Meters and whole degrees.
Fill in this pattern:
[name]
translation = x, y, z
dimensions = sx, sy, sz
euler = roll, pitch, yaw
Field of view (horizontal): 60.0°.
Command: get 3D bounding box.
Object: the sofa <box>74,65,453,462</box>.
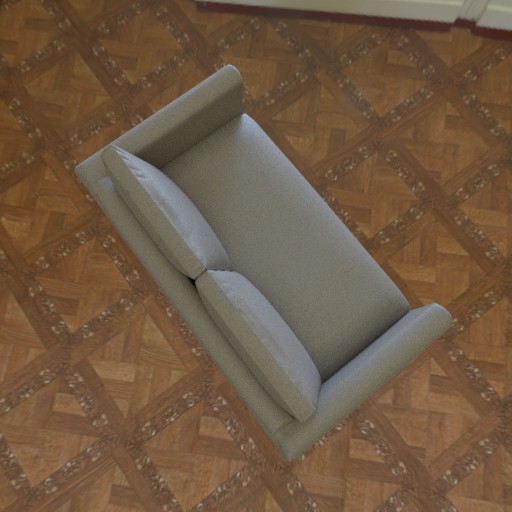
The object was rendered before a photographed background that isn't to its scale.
[sofa]
translation = 0.000, 0.000, 2.169
dimensions = 0.899, 0.873, 1.598
euler = -37, 80, -8
